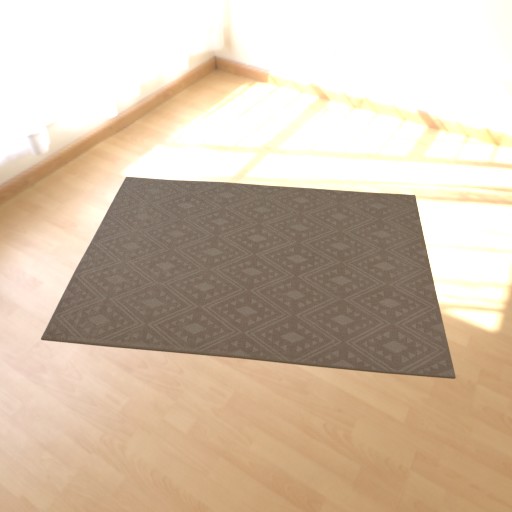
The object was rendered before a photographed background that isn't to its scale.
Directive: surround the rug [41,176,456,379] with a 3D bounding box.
[{"bbox_3d":[0.000,0.000,2.367,1.829,0.034,1.252,5,46,4],"label":"rug"}]
